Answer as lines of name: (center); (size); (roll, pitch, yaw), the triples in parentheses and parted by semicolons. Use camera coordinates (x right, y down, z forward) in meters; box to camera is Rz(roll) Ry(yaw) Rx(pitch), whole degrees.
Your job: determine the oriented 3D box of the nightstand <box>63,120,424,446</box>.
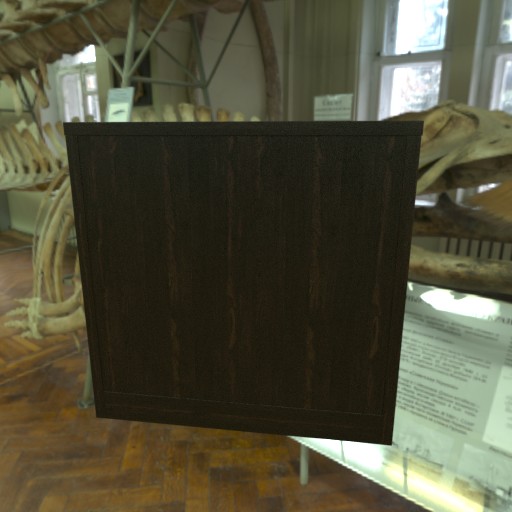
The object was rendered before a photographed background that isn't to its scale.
nightstand: (0.000, 0.000, 0.857); (0.489, 0.487, 0.427); (2, 16, 8)
